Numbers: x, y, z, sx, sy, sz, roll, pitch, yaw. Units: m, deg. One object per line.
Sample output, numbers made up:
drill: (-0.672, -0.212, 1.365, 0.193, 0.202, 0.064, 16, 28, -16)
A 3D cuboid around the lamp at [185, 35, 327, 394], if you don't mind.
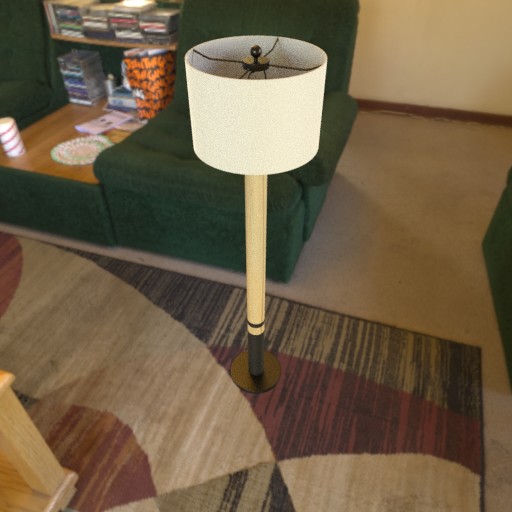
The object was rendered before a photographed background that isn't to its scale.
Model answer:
lamp: (0.000, 0.000, 1.660, 0.381, 1.478, 0.381, 0, 41, 0)
